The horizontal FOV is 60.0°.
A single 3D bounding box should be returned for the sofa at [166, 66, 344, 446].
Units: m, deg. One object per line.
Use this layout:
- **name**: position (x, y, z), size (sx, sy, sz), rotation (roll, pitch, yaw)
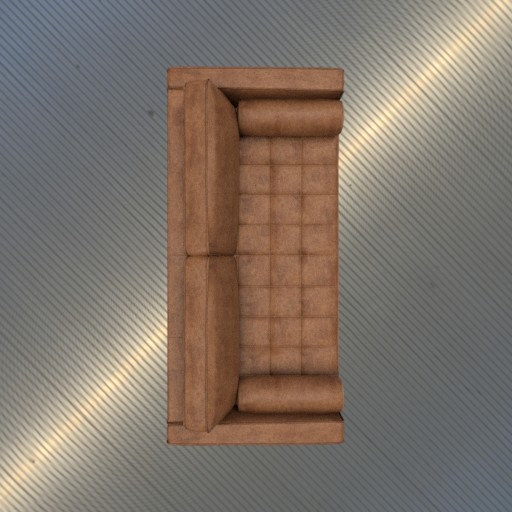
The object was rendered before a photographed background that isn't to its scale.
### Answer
- **sofa**: position (0.000, 0.000, 2.424), size (0.924, 0.825, 1.920), rotation (0, 90, -1)
